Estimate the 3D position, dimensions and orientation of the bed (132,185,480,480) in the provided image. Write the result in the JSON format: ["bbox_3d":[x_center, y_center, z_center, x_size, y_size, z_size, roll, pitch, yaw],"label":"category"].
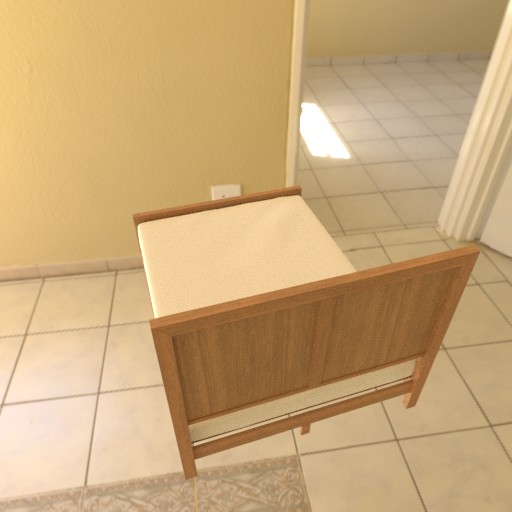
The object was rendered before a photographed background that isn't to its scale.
[{"bbox_3d":[0.000,0.000,3.226,1.606,1.387,2.184,-12,41,-14],"label":"bed"}]
